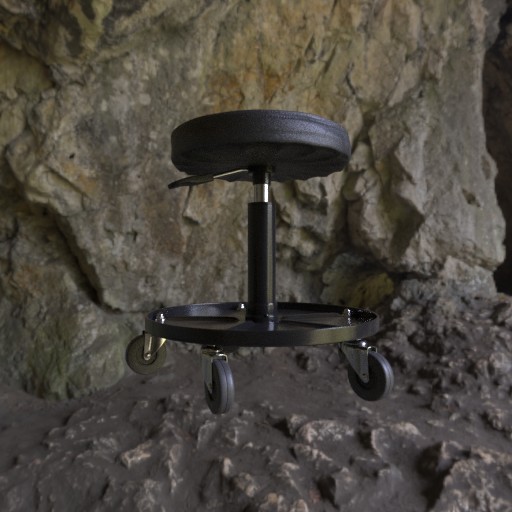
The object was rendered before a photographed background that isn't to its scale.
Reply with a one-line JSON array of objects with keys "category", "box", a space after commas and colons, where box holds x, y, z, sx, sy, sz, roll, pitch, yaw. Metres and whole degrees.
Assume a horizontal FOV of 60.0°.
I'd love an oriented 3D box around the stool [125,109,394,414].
[{"category": "stool", "box": [0.000, 0.000, 0.681, 0.382, 0.365, 0.381, 0, 0, -18]}]
